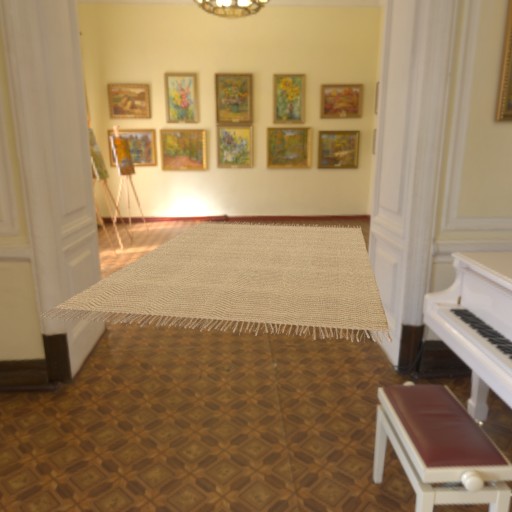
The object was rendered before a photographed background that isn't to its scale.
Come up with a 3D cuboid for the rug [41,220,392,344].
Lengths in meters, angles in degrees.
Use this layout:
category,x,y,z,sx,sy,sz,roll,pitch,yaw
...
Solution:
category,x,y,z,sx,sy,sz,roll,pitch,yaw
rug,0.000,0.000,2.437,1.224,0.027,2.021,3,15,10
